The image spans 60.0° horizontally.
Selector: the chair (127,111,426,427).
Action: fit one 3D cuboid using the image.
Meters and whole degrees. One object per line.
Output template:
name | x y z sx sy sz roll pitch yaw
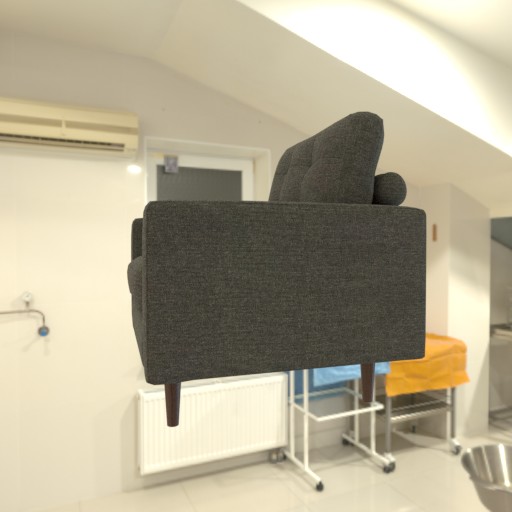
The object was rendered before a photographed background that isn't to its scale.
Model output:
chair | 0.000 0.000 1.525 0.843 0.880 0.821 0 1 -18
